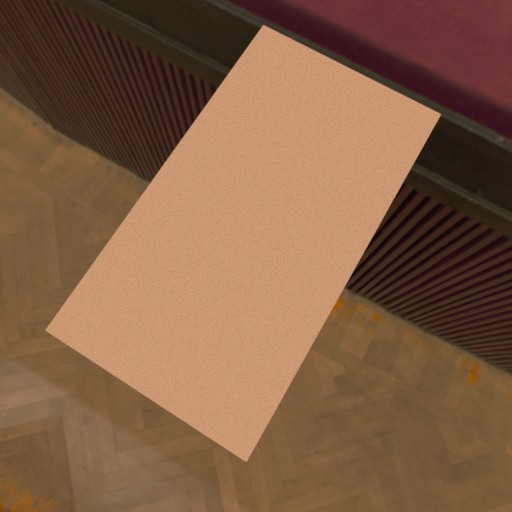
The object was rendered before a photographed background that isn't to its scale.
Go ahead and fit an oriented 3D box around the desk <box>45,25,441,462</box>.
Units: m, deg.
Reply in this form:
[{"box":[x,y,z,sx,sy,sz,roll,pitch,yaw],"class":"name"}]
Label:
[{"box":[0.000,0.000,1.353,0.498,0.729,0.900,30,77,7],"class":"desk"}]
